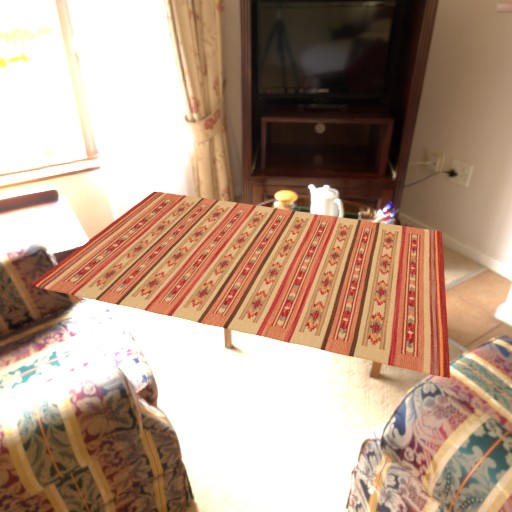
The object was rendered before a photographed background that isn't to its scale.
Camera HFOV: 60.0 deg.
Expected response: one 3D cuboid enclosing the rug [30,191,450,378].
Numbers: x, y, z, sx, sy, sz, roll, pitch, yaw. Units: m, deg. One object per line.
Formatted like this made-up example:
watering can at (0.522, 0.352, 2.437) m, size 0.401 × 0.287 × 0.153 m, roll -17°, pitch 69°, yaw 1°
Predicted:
rug at (0.000, 0.000, 3.028) m, size 2.431 × 0.010 × 1.535 m, roll 10°, pitch 33°, yaw 16°
